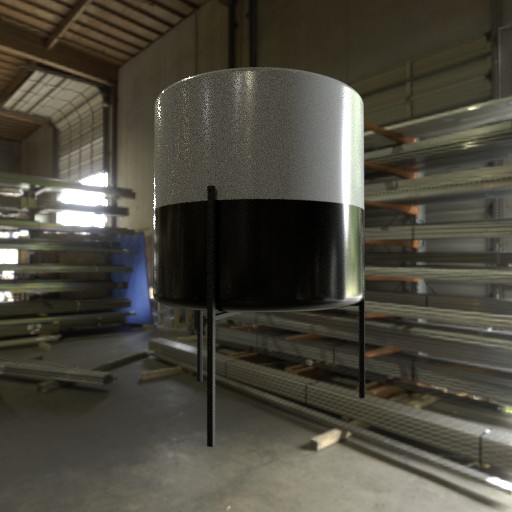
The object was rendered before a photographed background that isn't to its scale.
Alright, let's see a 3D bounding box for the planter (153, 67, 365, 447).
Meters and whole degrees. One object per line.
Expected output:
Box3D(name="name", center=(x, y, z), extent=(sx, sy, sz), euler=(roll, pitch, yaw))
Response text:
Box3D(name="planter", center=(0.000, 0.000, 0.652), extent=(0.310, 0.432, 0.310), euler=(-1, -1, 35))
